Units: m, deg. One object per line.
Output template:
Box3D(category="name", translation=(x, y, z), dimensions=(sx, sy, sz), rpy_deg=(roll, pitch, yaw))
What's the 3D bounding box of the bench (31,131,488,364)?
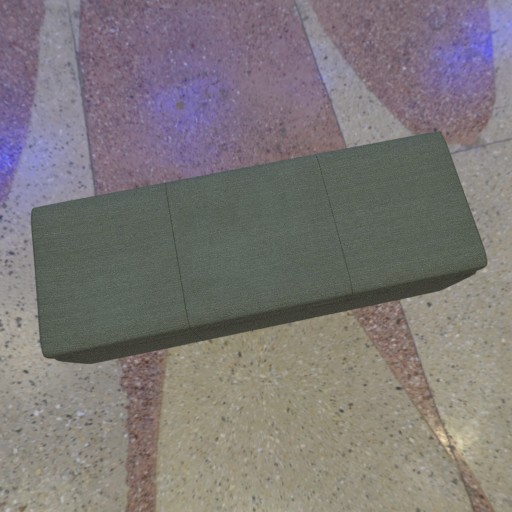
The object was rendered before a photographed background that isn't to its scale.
Box3D(category="bench", translation=(0.000, 0.000, 1.452), dimensions=(1.269, 0.438, 0.446), rpy_deg=(-11, 75, -3))
